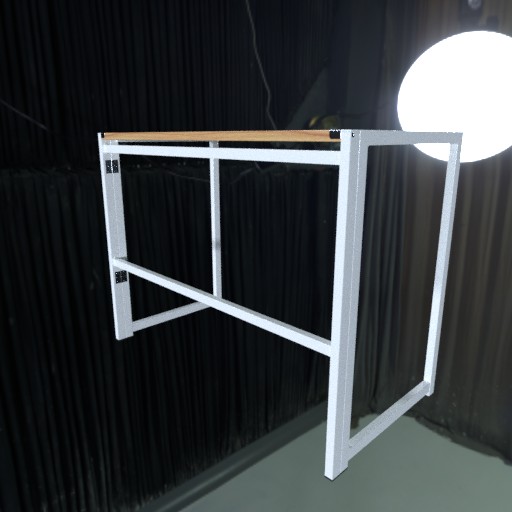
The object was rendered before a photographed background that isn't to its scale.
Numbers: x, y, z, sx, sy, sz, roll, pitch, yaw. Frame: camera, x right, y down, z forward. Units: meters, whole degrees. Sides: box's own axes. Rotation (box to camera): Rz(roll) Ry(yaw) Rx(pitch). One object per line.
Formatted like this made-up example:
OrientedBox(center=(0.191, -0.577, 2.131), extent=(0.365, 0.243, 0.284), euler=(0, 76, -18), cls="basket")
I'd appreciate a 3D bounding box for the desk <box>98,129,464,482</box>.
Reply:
OrientedBox(center=(0.000, 0.000, 1.417), extent=(0.508, 0.762, 1.016), euler=(-14, 21, -42), cls="desk")
